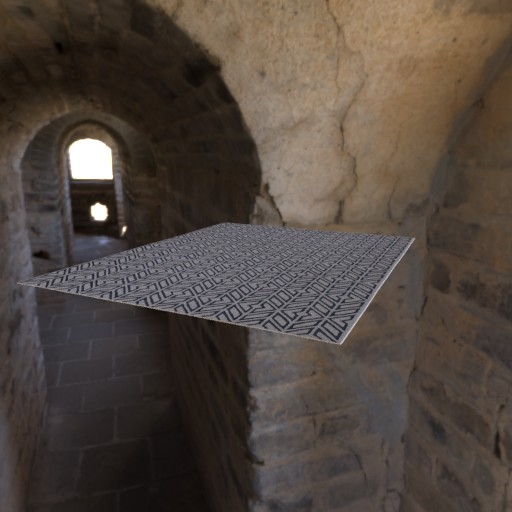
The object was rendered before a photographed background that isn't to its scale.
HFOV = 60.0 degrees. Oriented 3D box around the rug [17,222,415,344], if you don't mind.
[{"bbox_3d":[0.000,0.000,4.065,2.421,0.008,3.045,6,15,25],"label":"rug"}]
